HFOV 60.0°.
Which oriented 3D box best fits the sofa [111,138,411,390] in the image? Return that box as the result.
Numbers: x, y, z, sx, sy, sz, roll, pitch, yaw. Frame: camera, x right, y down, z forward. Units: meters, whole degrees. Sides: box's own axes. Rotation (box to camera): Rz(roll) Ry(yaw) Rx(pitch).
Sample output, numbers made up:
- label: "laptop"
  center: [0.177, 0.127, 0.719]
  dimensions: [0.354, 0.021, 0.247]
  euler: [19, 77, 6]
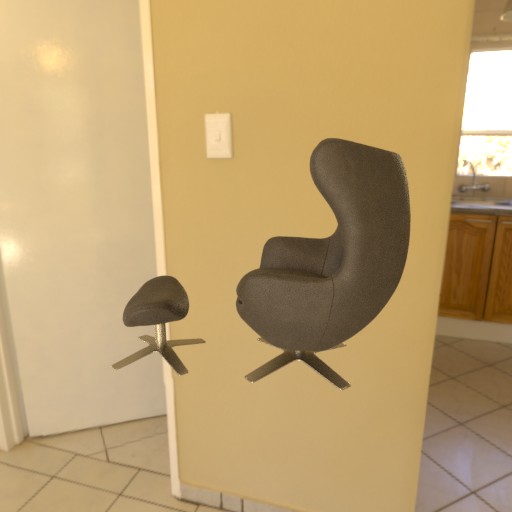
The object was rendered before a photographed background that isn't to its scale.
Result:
- label: "sofa"
  center: [0.000, 0.000, 2.217]
  dimensions: [1.444, 1.135, 0.894]
  euler: [2, 15, 8]
